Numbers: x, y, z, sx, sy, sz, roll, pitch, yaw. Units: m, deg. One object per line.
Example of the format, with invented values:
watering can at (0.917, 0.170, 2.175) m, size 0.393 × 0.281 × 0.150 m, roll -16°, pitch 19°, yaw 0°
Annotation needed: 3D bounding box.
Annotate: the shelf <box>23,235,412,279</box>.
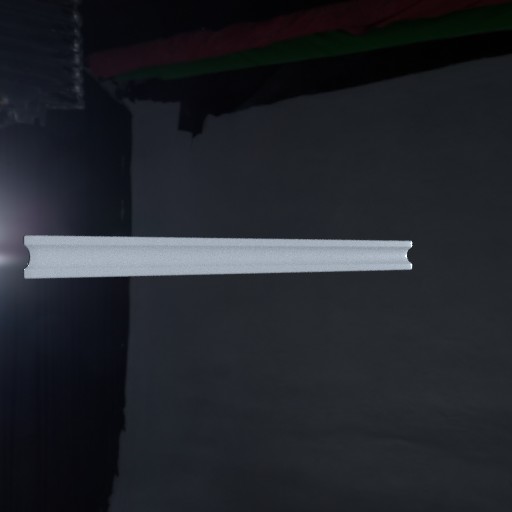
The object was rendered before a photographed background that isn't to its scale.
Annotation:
shelf at (0.000, 0.000, 0.446) m, size 0.296 × 0.035 × 0.296 m, roll 0°, pitch 1°, yaw 19°
